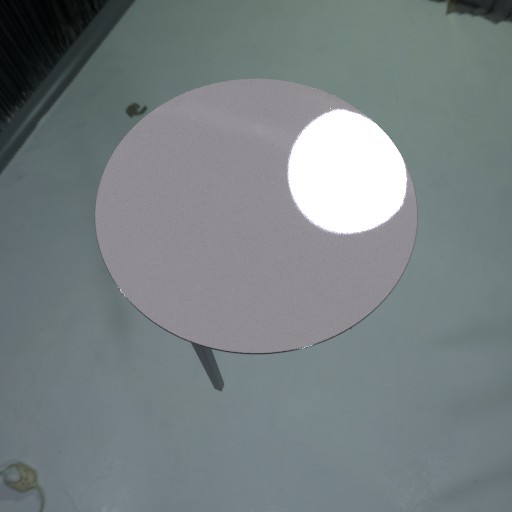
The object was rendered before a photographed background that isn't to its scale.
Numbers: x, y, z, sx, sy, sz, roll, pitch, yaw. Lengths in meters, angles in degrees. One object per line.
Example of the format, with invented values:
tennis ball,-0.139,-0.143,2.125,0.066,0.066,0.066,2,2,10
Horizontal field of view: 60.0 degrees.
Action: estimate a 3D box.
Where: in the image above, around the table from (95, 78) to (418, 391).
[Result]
table,0.000,0.000,0.891,0.499,0.443,0.499,0,64,0
